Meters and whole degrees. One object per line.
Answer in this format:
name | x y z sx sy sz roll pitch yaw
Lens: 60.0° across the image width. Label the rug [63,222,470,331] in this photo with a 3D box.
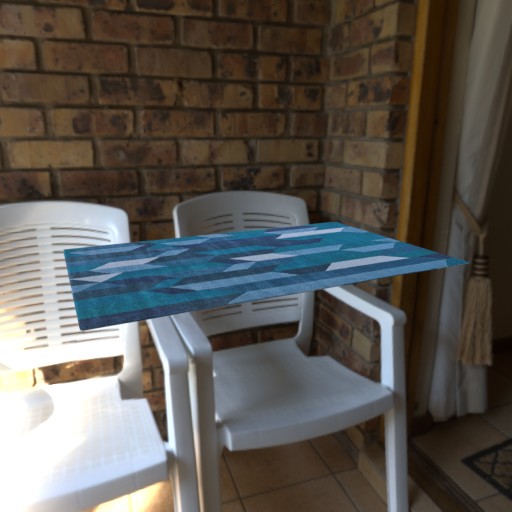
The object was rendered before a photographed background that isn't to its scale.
rug | 0.000 0.000 3.096 2.420 0.005 1.528 -7 17 -24
